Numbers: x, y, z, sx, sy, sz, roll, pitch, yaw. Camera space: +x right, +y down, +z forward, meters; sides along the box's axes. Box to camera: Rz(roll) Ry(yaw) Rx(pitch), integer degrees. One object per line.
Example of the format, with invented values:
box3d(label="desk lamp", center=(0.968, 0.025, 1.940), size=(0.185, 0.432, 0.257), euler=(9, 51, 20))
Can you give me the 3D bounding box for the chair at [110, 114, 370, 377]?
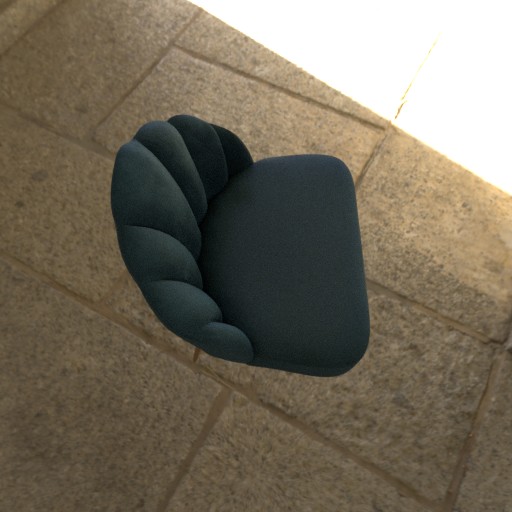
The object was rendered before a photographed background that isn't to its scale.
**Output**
box3d(label="chair", center=(0.000, 0.000, 1.273), size=(0.599, 0.819, 0.657), euler=(0, 64, 0))
